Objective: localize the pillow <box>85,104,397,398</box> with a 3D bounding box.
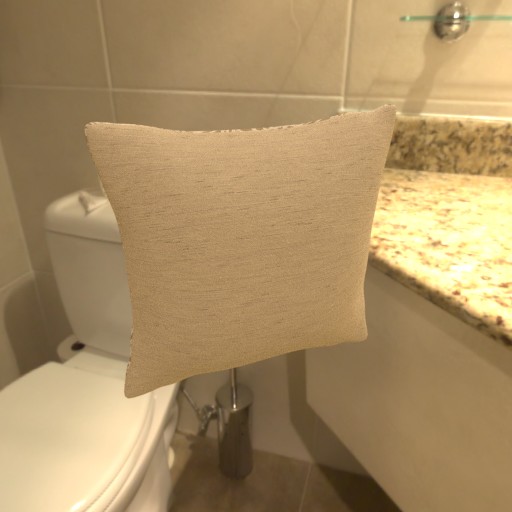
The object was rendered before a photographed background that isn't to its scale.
[{"bbox_3d":[0.000,0.000,0.671,0.438,0.421,0.167,-9,27,-18],"label":"pillow"}]
